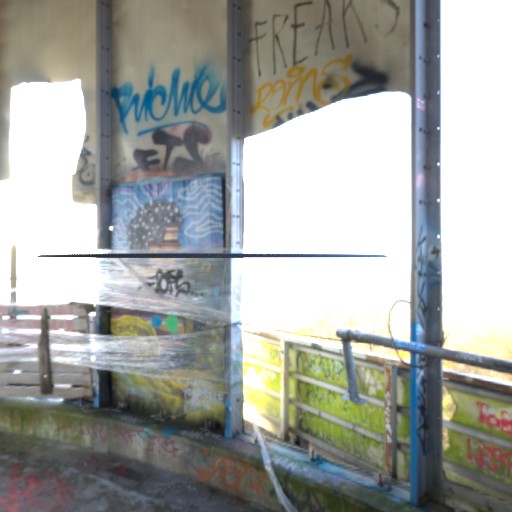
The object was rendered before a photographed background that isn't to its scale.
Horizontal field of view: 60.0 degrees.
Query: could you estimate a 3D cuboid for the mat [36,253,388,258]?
[{"bbox_3d":[0.000,0.000,1.833,1.525,0.016,0.917,0,0,-35],"label":"mat"}]
